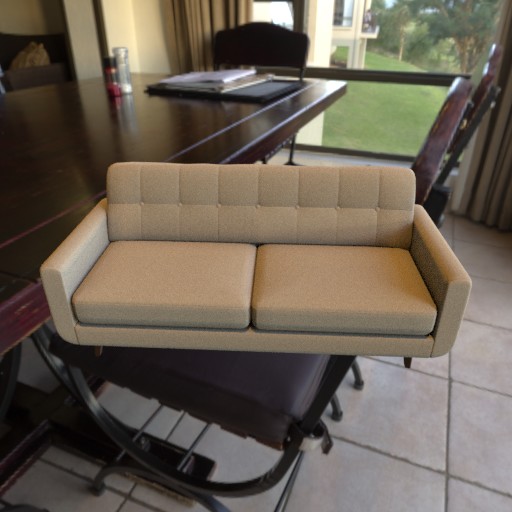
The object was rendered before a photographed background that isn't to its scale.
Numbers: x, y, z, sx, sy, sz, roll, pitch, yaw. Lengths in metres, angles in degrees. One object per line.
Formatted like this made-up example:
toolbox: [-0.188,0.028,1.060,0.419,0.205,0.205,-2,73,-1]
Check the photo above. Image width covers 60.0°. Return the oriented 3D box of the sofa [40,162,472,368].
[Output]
sofa: [0.000,0.000,2.649,2.137,0.892,0.980,2,30,3]
